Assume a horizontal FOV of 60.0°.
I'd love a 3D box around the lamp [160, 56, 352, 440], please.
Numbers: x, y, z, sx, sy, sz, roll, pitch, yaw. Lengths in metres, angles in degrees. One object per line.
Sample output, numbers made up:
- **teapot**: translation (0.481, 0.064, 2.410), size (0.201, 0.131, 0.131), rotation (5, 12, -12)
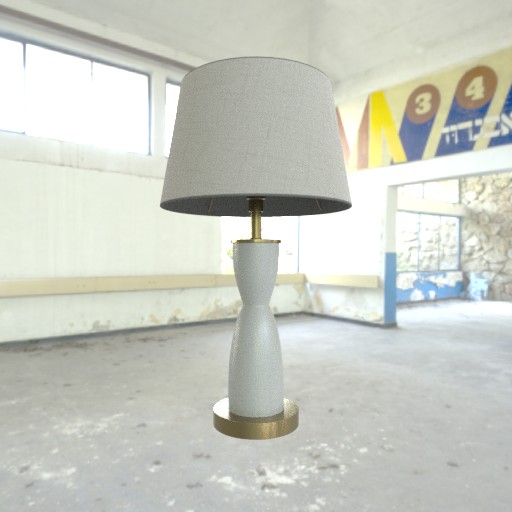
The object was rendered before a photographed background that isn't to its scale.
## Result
- **lamp**: translation (0.000, 0.000, 0.727), size (0.309, 0.545, 0.309), rotation (0, 0, 0)
